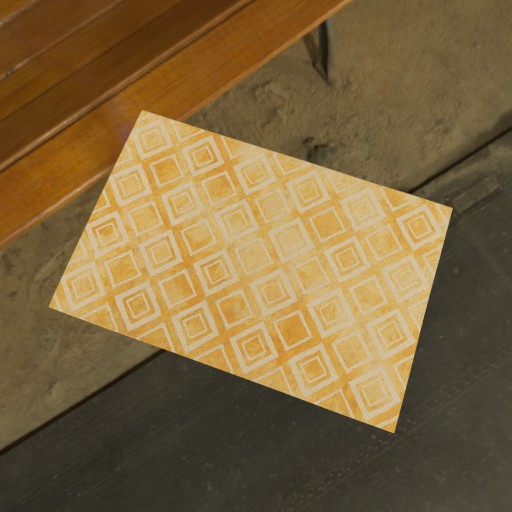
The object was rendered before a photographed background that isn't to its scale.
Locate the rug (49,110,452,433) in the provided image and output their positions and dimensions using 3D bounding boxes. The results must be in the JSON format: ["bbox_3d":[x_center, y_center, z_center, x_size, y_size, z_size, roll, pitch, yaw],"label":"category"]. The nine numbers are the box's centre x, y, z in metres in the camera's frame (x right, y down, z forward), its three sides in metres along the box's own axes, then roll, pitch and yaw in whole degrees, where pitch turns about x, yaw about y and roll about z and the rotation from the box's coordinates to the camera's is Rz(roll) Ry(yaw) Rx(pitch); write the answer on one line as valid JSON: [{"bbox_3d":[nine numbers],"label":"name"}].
[{"bbox_3d":[0.000,0.000,2.333,1.829,0.010,1.213,19,76,5],"label":"rug"}]
